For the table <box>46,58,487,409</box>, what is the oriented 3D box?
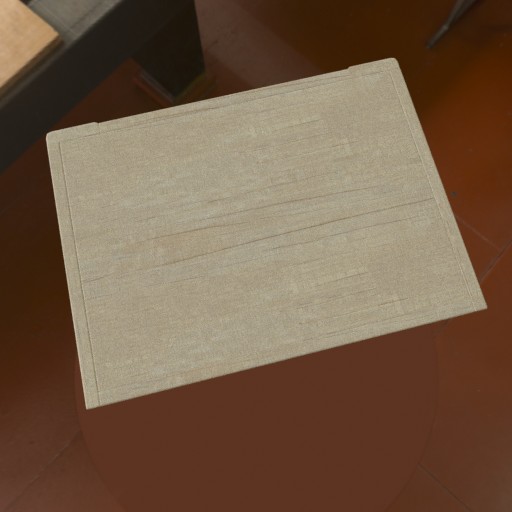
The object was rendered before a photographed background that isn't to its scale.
[{"bbox_3d":[0.000,0.000,0.902,0.570,0.510,0.420,-13,77,-3],"label":"table"}]
